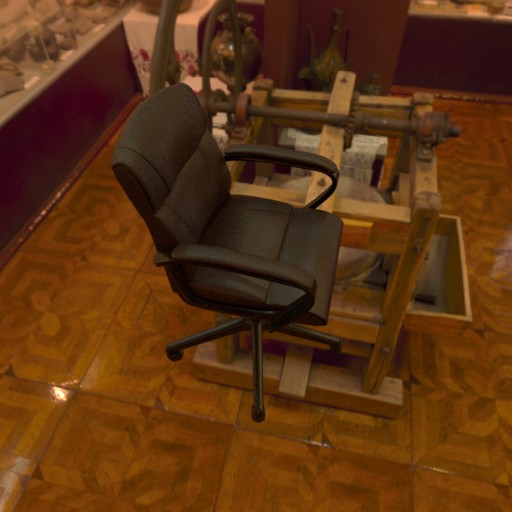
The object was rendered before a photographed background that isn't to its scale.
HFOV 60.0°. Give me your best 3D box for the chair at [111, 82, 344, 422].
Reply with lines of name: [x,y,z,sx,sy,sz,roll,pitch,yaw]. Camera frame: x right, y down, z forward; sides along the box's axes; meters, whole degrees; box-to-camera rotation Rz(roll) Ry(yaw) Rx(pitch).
chair: [0.000,0.000,1.518,0.717,1.004,0.739,11,48,10]
